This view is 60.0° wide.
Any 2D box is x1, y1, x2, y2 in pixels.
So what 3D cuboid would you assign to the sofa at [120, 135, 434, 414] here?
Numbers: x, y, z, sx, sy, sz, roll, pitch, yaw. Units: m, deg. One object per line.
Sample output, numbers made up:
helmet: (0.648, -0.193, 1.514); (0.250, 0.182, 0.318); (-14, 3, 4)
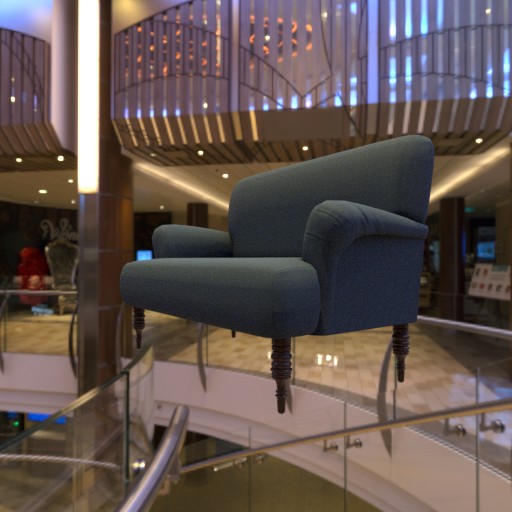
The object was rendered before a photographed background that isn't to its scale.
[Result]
sofa: (0.000, 0.000, 1.857); (0.779, 0.889, 1.297); (0, -1, -36)
